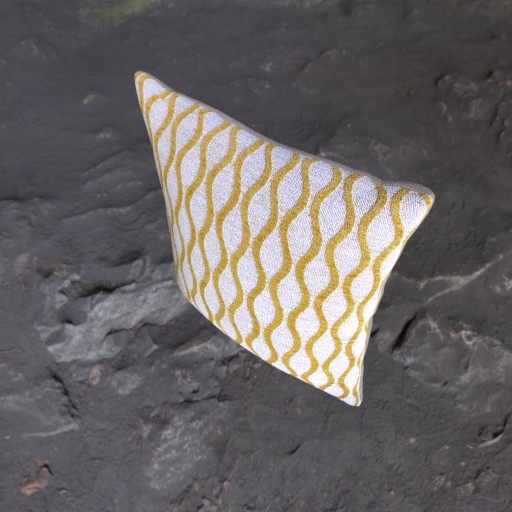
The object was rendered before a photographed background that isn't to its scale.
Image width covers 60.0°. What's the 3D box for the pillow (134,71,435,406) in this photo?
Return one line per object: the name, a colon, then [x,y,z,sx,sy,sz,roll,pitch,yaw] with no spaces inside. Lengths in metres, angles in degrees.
pillow: [0.000,0.000,0.655,0.429,0.436,0.159,30,54,25]
